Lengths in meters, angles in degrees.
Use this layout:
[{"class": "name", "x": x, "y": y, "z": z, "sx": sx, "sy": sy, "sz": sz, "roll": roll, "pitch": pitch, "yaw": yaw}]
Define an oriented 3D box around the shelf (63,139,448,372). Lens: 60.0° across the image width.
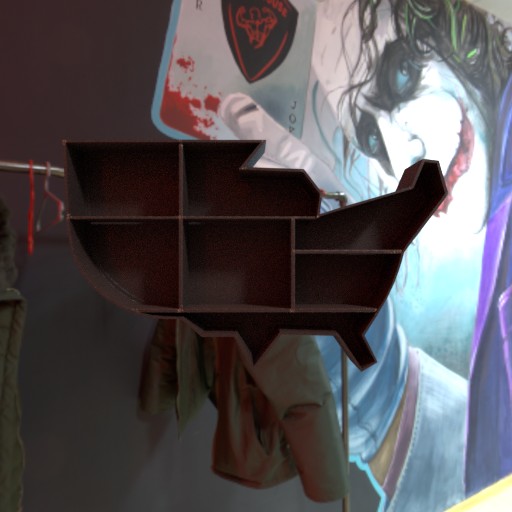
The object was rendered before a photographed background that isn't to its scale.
[{"class": "shelf", "x": 0.000, "y": 0.000, "z": 0.893, "sx": 0.729, "sy": 0.439, "sz": 0.112, "roll": 0, "pitch": 0, "yaw": -1}]
